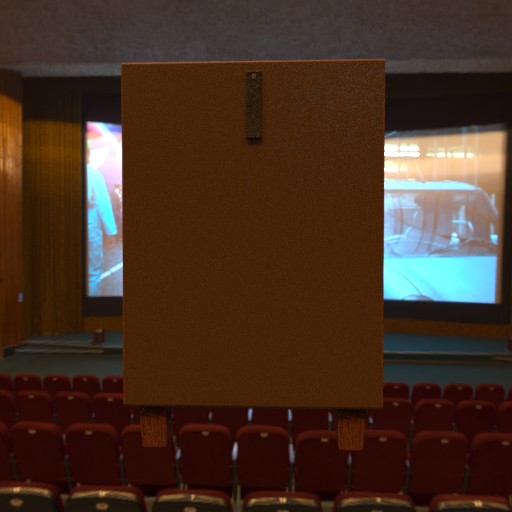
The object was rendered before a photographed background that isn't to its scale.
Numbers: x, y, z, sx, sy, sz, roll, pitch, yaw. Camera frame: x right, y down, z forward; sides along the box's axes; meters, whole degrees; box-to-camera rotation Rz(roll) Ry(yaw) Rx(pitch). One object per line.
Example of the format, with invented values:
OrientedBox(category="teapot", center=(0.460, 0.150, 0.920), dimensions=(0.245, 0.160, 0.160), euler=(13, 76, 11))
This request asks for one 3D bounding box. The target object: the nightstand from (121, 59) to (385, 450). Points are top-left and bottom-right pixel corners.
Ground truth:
OrientedBox(category="nightstand", center=(0.000, 0.000, 0.986), dimensions=(0.465, 0.695, 0.410), euler=(0, 1, 2))
